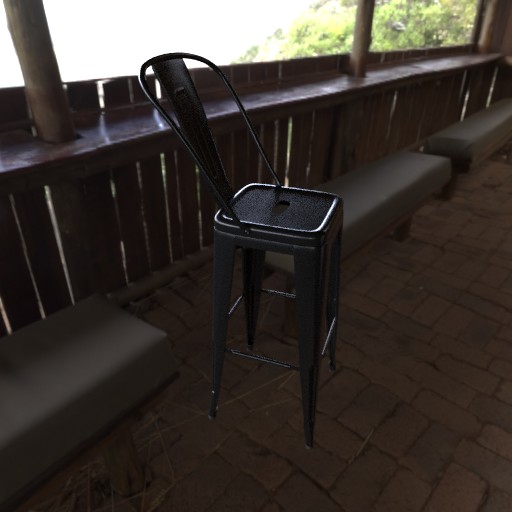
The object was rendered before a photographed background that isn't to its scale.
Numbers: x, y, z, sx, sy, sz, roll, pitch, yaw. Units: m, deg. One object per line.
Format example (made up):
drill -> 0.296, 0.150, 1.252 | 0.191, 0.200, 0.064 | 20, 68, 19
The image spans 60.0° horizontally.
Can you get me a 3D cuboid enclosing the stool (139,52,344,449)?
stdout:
stool -> 0.000, 0.000, 1.332 | 0.513, 1.096, 0.399 | 10, 32, 17
